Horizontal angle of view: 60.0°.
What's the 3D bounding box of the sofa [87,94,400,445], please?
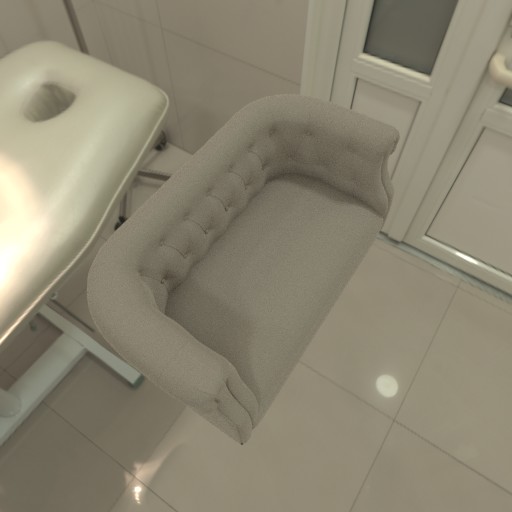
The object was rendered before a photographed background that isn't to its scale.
[{"bbox_3d":[0.000,0.000,2.134,0.835,0.827,1.558,29,62,17],"label":"sofa"}]
